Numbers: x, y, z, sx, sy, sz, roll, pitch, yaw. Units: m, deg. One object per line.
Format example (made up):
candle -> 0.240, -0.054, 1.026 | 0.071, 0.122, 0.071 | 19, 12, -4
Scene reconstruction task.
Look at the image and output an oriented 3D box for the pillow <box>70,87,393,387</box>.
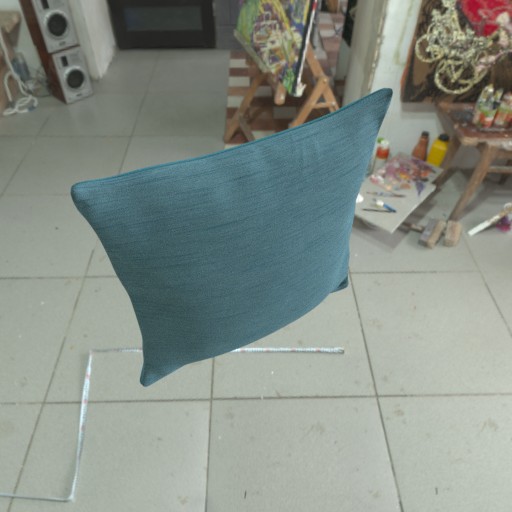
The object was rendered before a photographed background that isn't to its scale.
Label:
pillow -> 0.000, 0.000, 0.661 | 0.433, 0.415, 0.151 | -23, 50, -21
